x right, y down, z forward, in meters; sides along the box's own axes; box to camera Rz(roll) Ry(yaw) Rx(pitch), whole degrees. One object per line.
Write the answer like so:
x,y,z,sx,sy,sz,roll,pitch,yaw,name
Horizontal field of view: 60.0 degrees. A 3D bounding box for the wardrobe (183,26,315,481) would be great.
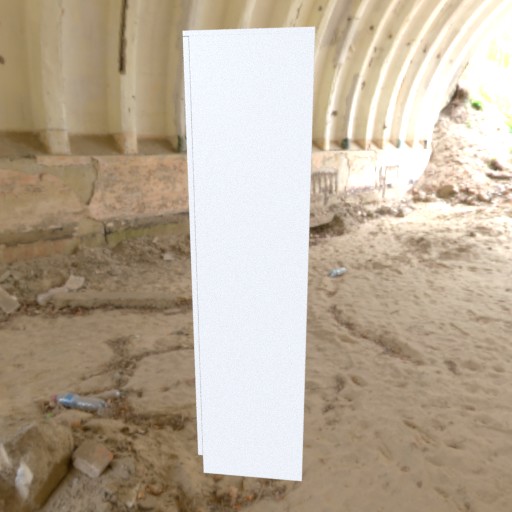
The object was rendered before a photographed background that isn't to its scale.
0.000,0.000,2.003,0.470,1.700,0.760,2,14,7,wardrobe
